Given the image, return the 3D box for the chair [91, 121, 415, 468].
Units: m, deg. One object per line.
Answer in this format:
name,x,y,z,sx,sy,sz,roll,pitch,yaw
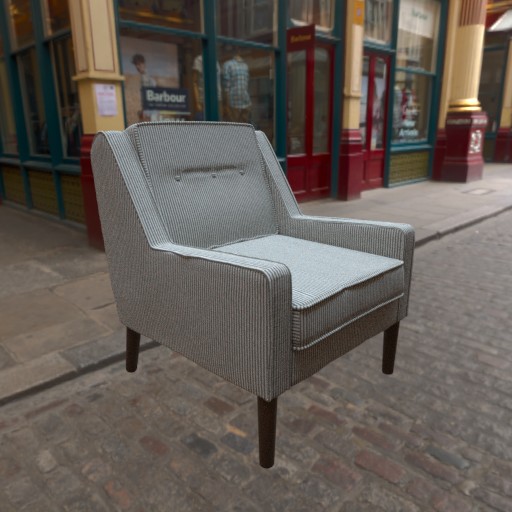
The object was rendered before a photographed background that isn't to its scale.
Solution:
chair,0.000,0.000,1.351,0.743,0.792,0.663,15,22,42
